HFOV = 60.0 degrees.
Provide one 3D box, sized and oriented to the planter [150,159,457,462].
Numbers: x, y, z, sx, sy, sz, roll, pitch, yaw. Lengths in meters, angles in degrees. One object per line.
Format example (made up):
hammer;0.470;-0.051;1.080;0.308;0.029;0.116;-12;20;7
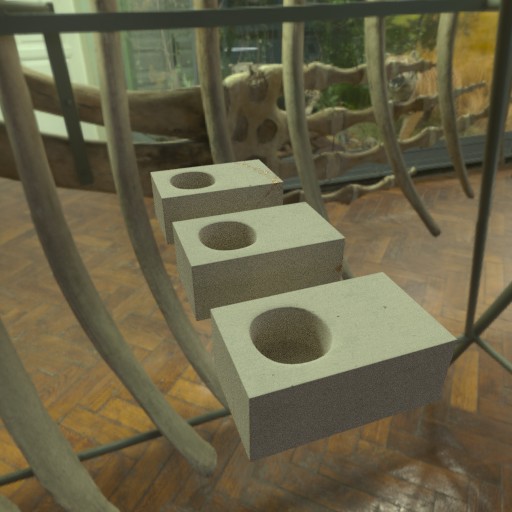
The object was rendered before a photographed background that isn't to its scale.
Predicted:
planter;0.000;0.000;0.384;0.127;0.051;0.333;-11;33;-17
